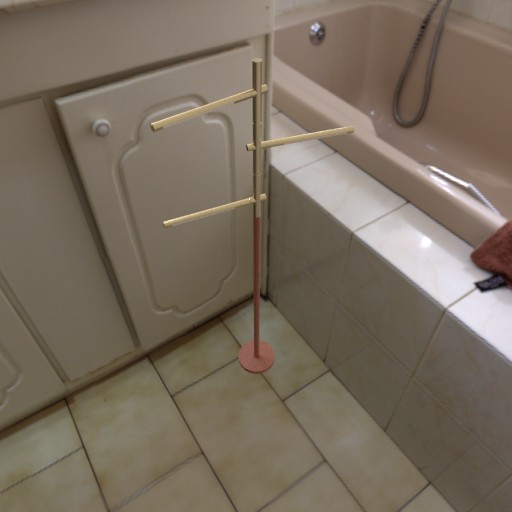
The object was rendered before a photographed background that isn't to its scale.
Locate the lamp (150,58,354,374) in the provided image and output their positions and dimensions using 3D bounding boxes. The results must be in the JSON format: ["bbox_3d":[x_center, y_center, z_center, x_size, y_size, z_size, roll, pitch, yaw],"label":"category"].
[{"bbox_3d":[0.000,0.000,1.953,0.737,1.704,0.209,-24,51,-21],"label":"lamp"}]
